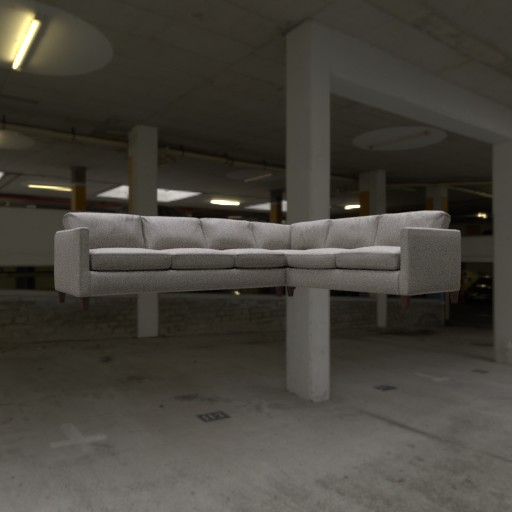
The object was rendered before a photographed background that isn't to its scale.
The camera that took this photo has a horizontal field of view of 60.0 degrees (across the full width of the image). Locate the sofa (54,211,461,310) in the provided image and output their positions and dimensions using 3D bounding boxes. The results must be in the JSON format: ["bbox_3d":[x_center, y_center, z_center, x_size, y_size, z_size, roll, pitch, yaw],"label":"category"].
[{"bbox_3d":[0.000,0.000,4.483,3.302,0.947,2.593,0,0,-37],"label":"sofa"}]
